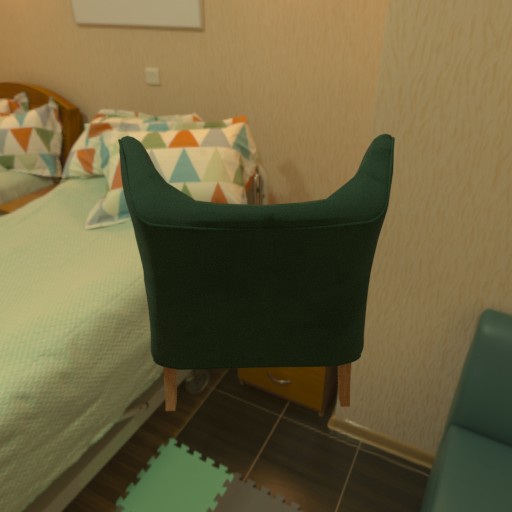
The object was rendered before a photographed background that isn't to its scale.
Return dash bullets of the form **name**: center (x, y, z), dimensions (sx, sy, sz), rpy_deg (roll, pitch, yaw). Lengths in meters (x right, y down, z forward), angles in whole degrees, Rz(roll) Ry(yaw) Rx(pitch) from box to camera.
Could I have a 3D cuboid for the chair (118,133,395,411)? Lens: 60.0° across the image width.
- **chair**: center (0.000, 0.000, 1.614), dimensions (0.793, 0.952, 0.910), rpy_deg (-1, 30, -2)
